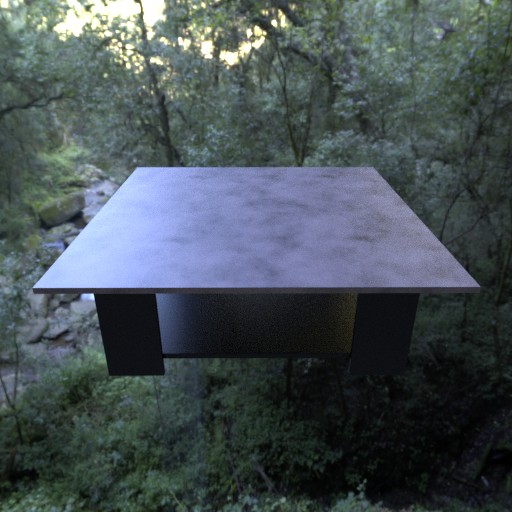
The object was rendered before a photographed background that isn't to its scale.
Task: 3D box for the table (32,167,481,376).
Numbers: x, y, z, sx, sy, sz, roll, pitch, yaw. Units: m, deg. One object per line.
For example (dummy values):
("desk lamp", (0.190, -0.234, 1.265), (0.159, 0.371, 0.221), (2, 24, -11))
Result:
("table", (0.000, 0.000, 1.344), (0.890, 0.305, 0.890), (0, 27, 0))
